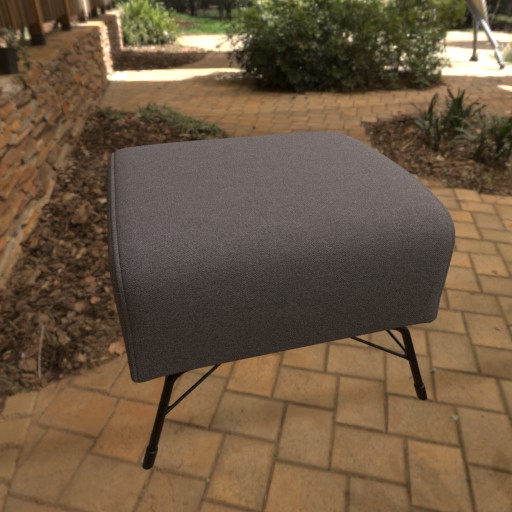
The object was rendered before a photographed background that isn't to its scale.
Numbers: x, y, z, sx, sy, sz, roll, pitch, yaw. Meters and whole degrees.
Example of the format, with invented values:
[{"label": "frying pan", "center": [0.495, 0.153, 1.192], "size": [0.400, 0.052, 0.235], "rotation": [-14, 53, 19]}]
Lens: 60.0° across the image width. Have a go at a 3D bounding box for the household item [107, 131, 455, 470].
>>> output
[{"label": "household item", "center": [0.000, 0.000, 0.884], "size": [0.530, 0.410, 0.530], "rotation": [-8, 33, -13]}]
